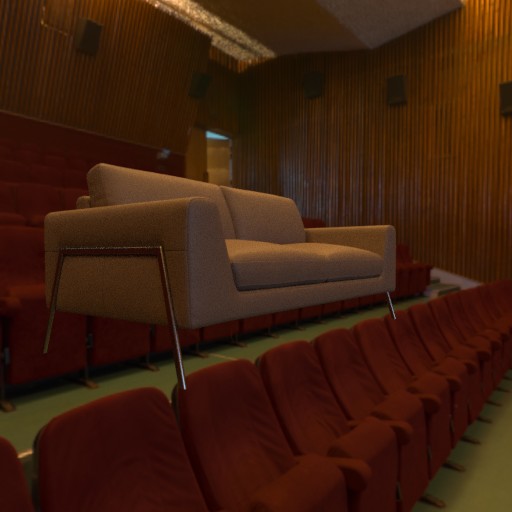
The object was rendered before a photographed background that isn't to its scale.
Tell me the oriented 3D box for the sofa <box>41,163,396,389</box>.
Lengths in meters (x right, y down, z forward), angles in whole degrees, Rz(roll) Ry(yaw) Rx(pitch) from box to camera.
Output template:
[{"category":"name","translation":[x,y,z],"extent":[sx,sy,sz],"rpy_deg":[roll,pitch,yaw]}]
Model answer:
[{"category":"sofa","translation":[0.000,0.000,2.538],"extent":[0.953,0.875,2.017],"rpy_deg":[0,0,37]}]
